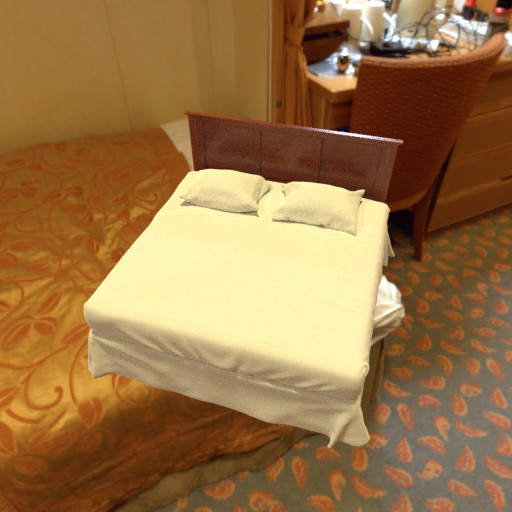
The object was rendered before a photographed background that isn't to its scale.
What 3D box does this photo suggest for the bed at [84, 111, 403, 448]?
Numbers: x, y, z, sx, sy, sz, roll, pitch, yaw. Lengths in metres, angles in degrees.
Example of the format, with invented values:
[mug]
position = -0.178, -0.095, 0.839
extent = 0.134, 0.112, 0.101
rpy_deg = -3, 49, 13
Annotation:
[bed]
position = 0.000, 0.000, 3.632
extent = 2.314, 1.271, 2.219
rpy_deg = 12, 44, 13
